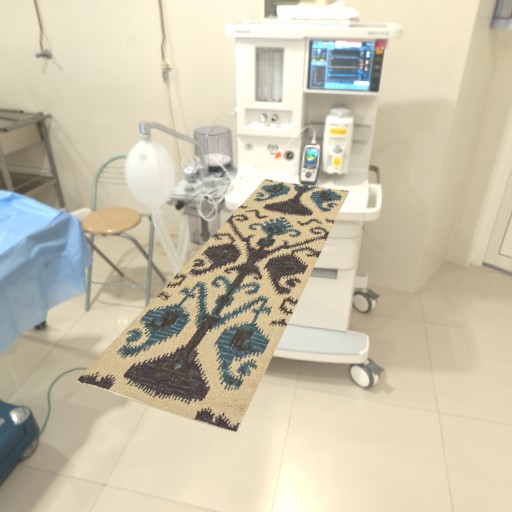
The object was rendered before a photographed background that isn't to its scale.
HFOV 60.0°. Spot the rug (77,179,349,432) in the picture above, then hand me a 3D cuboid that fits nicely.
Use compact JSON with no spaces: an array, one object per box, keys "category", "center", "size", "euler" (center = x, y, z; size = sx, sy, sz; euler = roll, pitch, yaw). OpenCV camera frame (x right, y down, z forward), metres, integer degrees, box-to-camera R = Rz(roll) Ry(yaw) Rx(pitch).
[{"category":"rug","center":[0.000,0.000,2.577],"size":[0.692,0.017,2.301],"euler":[11,33,17]}]
